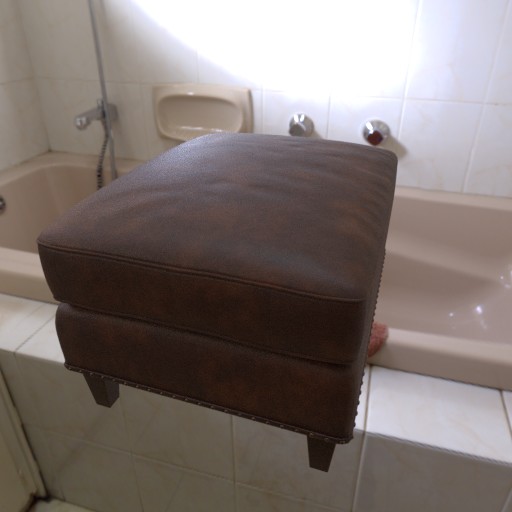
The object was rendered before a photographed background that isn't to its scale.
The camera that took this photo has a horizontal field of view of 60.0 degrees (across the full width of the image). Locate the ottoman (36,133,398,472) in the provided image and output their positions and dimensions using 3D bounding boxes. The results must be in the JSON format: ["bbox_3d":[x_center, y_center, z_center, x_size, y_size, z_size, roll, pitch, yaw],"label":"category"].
[{"bbox_3d":[0.000,0.000,1.062,0.586,0.486,0.742,9,30,16],"label":"ottoman"}]
